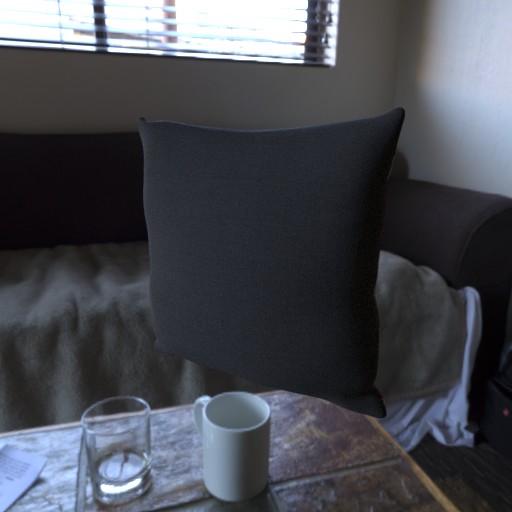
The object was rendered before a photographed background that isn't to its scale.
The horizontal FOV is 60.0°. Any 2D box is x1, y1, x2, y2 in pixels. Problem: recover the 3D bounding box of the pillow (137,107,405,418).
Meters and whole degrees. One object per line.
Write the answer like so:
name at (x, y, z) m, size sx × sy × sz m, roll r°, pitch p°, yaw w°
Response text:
pillow at (0.000, 0.000, 0.794) m, size 0.503 × 0.496 × 0.208 m, roll 9°, pitch 18°, yaw 28°
